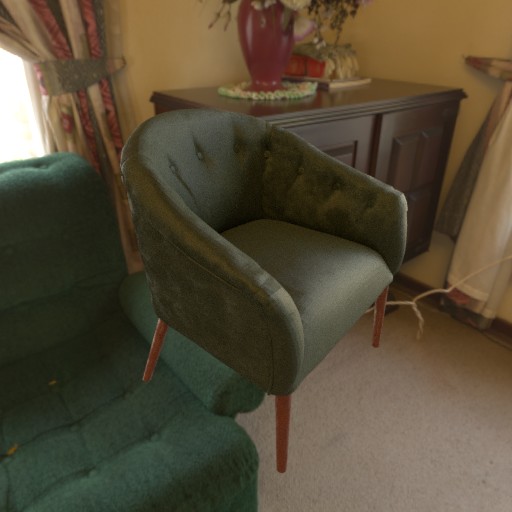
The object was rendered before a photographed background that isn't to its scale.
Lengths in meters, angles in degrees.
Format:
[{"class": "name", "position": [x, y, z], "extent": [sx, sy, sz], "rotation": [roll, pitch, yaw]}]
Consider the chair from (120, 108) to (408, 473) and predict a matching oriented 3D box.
[{"class": "chair", "position": [0.000, 0.000, 1.498], "extent": [0.776, 0.885, 0.851], "rotation": [18, 32, 31]}]
